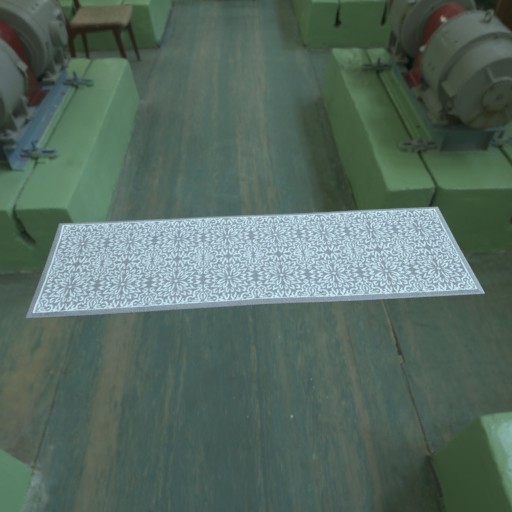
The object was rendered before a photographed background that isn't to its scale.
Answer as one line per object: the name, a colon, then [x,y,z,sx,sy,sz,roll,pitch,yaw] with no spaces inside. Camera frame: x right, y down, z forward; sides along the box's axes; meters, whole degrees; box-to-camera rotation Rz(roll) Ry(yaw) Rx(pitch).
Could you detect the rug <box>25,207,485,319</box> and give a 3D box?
rug: [0.000,0.000,2.339,2.196,0.011,0.662,-3,46,-3]
